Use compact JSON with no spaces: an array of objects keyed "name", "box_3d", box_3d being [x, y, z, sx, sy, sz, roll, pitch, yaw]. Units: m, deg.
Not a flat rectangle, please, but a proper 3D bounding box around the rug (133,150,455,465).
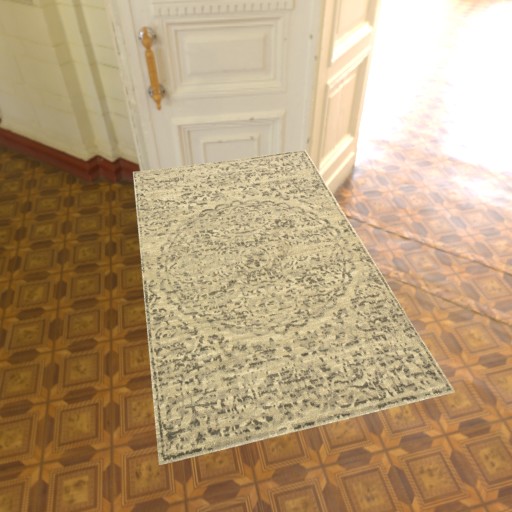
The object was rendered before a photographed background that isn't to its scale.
[{"name":"rug","box_3d":[0.000,0.000,3.018,1.527,0.021,2.447,-10,45,-10]}]
